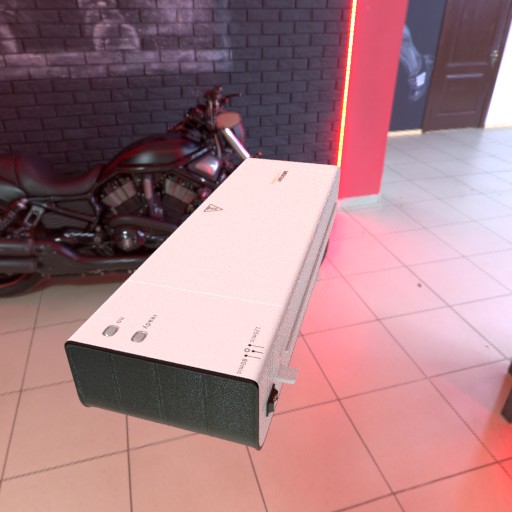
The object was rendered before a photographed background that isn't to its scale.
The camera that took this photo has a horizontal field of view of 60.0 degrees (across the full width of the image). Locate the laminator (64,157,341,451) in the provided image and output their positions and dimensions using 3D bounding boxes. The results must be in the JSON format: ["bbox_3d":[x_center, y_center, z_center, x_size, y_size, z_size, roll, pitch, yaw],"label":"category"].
[{"bbox_3d":[0.000,0.000,0.384,0.123,0.062,0.340,8,31,14],"label":"laminator"}]
